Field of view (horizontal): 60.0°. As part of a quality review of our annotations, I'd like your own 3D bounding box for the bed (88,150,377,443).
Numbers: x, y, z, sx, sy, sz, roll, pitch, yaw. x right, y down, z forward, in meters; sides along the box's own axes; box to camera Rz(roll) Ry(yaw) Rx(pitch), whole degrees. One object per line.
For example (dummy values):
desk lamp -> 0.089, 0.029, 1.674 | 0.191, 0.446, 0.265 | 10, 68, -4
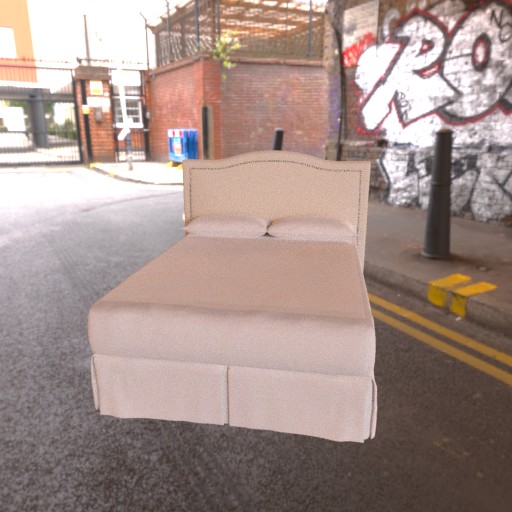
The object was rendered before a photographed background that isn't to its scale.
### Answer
bed -> 0.000, 0.000, 3.326 | 1.753, 1.460, 2.143 | 3, 16, 9
